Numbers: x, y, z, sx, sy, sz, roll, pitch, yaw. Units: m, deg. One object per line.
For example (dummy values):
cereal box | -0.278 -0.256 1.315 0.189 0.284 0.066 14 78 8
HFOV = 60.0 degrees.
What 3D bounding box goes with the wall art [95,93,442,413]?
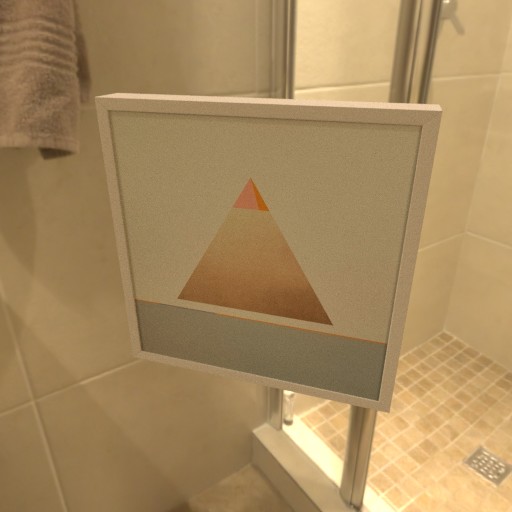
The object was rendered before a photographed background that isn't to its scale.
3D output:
wall art | 0.000 0.000 0.457 0.305 0.304 0.038 8 27 16
